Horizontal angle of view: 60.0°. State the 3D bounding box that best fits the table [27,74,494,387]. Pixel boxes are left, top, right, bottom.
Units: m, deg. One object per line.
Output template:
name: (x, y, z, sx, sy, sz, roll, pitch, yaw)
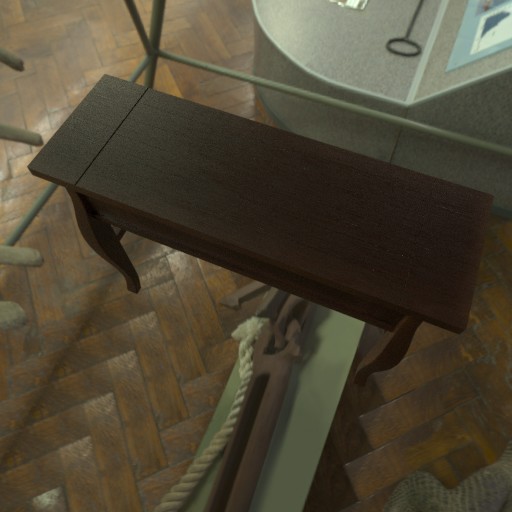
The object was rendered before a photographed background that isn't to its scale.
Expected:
table: (0.000, 0.000, 1.399, 1.062, 0.768, 0.373, 20, 64, 10)
